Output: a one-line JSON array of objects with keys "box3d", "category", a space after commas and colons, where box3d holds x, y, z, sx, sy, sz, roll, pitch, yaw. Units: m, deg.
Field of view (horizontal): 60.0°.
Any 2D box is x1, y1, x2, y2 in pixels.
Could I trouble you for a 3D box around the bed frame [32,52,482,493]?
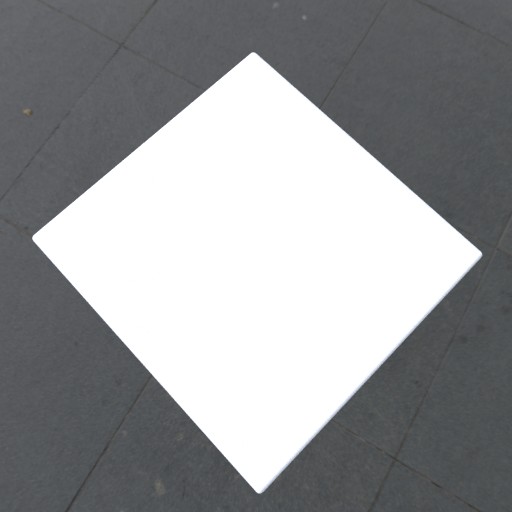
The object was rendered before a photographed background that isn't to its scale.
[{"box3d": [0.000, 0.000, 2.975, 1.935, 0.525, 2.033, -43, 80, -10], "category": "bed frame"}]
